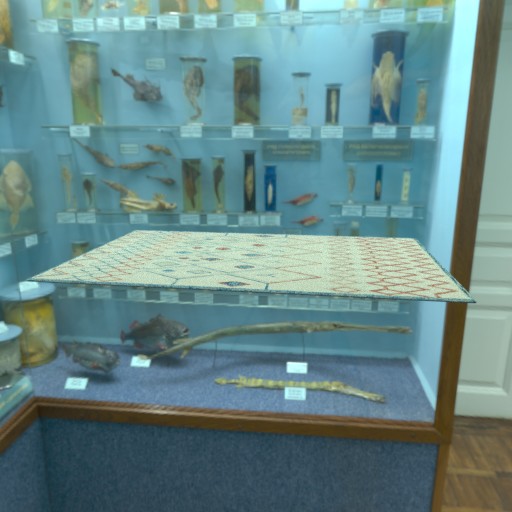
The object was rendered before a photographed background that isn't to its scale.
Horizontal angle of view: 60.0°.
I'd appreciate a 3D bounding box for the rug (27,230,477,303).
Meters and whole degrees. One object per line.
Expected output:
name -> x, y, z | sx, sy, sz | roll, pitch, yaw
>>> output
rug -> 0.000, 0.000, 3.094 | 2.438, 0.015, 1.524 | 2, 14, 8
